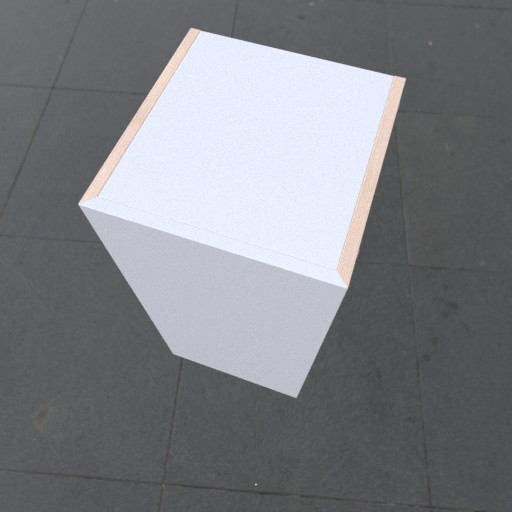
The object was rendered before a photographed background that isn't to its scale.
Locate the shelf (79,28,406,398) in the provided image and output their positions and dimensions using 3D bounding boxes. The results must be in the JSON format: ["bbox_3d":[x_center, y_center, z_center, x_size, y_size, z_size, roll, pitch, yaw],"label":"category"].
[{"bbox_3d":[0.000,0.000,0.766,0.290,0.594,0.297,17,64,9],"label":"shelf"}]
